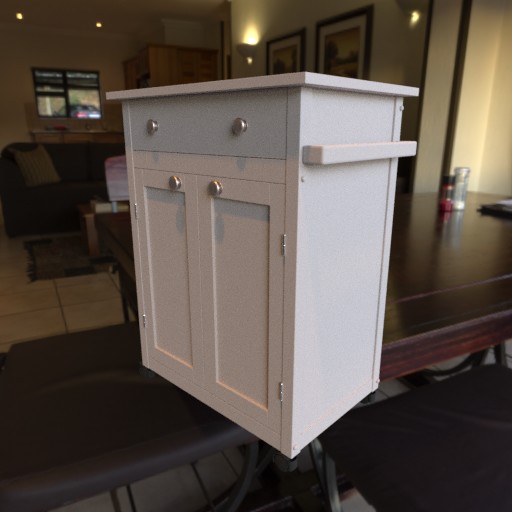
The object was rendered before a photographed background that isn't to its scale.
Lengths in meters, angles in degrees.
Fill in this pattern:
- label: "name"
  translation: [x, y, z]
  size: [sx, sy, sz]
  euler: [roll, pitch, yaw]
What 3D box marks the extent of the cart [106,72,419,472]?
- label: "cart"
  translation: [0.000, 0.000, 1.229]
  size: [0.683, 0.864, 0.442]
  euler: [15, 22, 41]
